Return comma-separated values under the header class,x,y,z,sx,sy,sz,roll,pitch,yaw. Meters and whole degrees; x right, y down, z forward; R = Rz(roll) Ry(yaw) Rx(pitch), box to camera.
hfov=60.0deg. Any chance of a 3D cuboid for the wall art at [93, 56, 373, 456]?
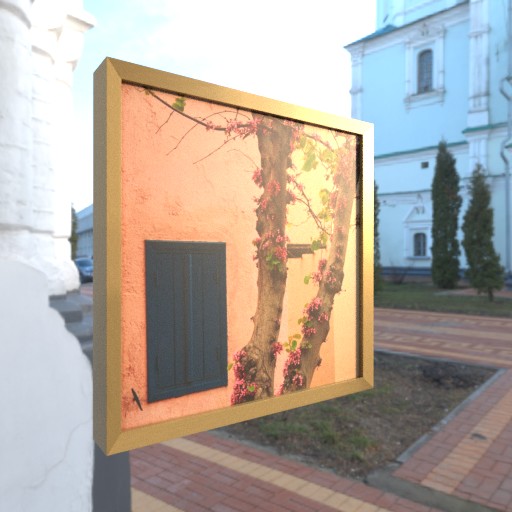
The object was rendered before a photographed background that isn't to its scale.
class,x,y,z,sx,sy,sz,roll,pitch,yaw
wall art,0.000,0.000,0.440,0.304,0.305,0.038,0,0,-35
